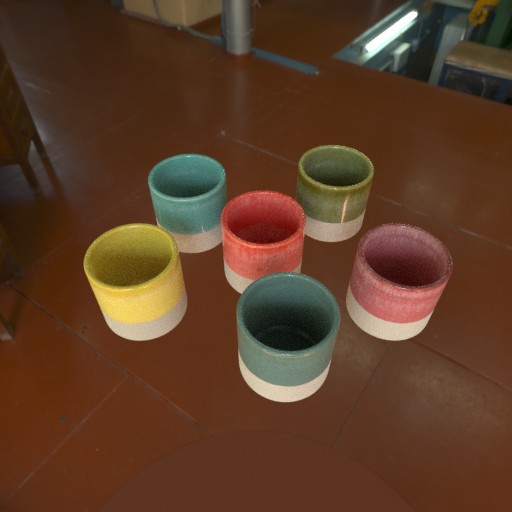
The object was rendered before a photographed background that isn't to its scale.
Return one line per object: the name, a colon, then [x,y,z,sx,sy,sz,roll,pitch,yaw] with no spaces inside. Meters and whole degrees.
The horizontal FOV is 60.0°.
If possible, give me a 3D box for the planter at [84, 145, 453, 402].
planter: [0.000,0.000,0.407,0.286,0.075,0.257,-15,49,-14]
